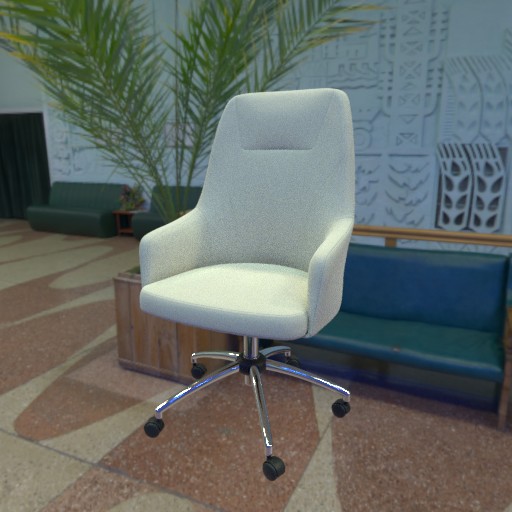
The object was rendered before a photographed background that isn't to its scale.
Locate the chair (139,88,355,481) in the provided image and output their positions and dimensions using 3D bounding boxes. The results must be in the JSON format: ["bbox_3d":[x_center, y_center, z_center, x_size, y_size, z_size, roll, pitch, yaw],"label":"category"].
[{"bbox_3d":[0.000,0.000,1.412,0.620,1.049,0.640,7,15,26],"label":"chair"}]
